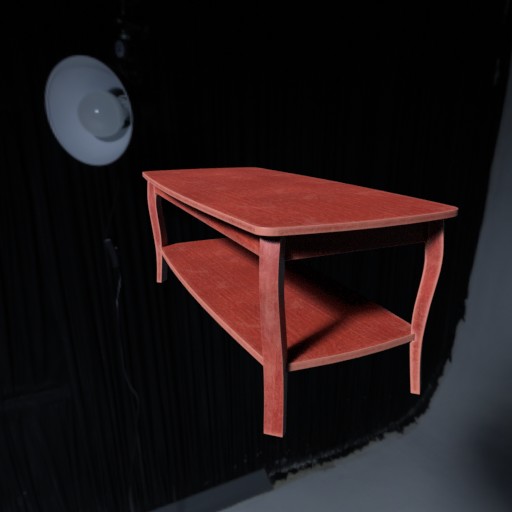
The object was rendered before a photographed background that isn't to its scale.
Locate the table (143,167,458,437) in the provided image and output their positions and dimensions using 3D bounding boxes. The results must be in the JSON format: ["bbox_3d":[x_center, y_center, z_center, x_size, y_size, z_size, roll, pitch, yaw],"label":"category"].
[{"bbox_3d":[0.000,0.000,1.482,0.561,0.473,1.216,-7,18,-23],"label":"table"}]
